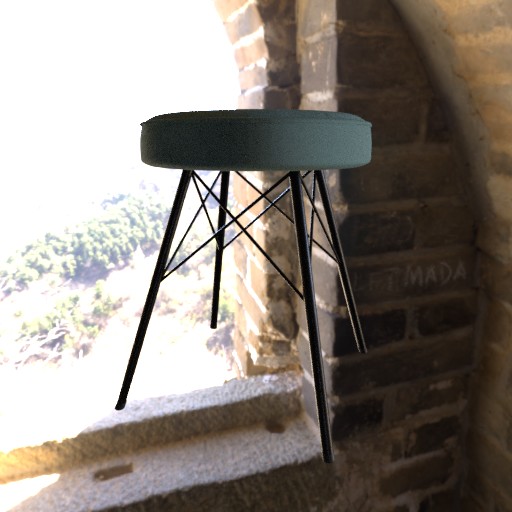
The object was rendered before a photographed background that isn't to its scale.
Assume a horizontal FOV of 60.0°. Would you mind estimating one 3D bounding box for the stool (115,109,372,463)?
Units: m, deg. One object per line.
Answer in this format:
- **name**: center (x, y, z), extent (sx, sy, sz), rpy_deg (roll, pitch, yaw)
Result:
- **stool**: center (0.000, 0.000, 0.856), extent (0.457, 0.519, 0.458), rpy_deg (8, 16, 28)
